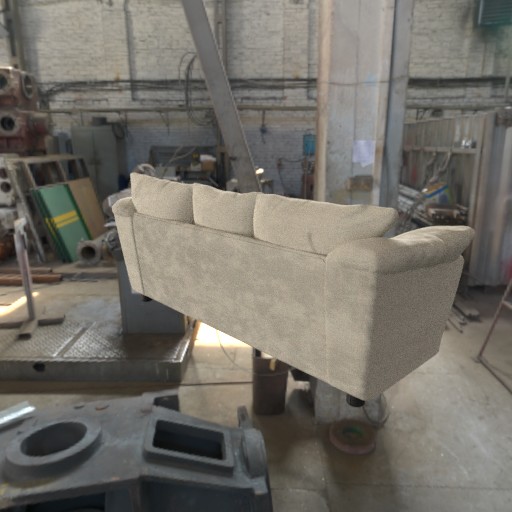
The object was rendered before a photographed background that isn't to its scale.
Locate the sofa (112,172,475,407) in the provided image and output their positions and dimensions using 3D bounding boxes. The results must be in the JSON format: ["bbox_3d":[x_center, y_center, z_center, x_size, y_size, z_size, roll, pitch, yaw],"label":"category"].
[{"bbox_3d":[0.000,0.000,2.850,0.893,0.981,2.377,-13,20,-42],"label":"sofa"}]
